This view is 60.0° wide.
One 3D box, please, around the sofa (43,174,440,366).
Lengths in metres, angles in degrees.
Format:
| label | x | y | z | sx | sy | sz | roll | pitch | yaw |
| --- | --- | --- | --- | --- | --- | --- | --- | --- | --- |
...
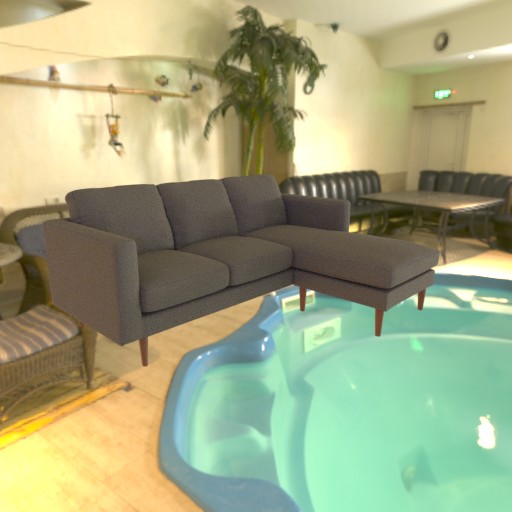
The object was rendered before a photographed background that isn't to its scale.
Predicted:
| label | x | y | z | sx | sy | sz | roll | pitch | yaw |
| --- | --- | --- | --- | --- | --- | --- | --- | --- | --- |
| sofa | 0.000 | 0.000 | 2.862 | 1.591 | 0.897 | 2.031 | 14 | 20 | 42 |
